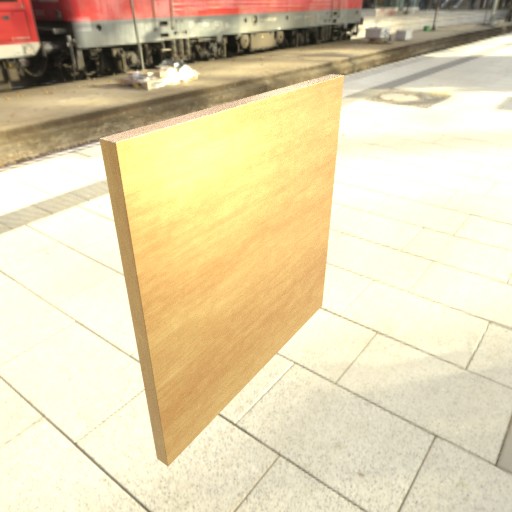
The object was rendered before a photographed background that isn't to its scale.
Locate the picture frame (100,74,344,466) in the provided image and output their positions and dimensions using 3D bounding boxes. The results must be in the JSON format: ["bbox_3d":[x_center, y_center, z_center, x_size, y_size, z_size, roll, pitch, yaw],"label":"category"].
[{"bbox_3d":[0.000,0.000,1.112,0.037,0.761,0.758,20,36,30],"label":"picture frame"}]
